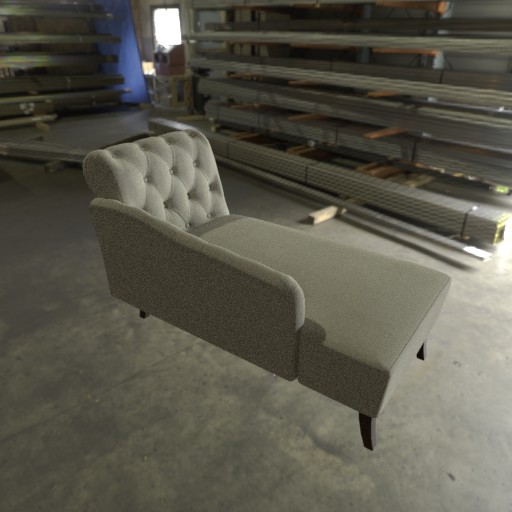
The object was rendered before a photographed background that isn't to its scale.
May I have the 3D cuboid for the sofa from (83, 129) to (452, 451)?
[{"bbox_3d":[0.000,0.000,1.795,1.379,0.787,0.675,18,32,31],"label":"sofa"}]
